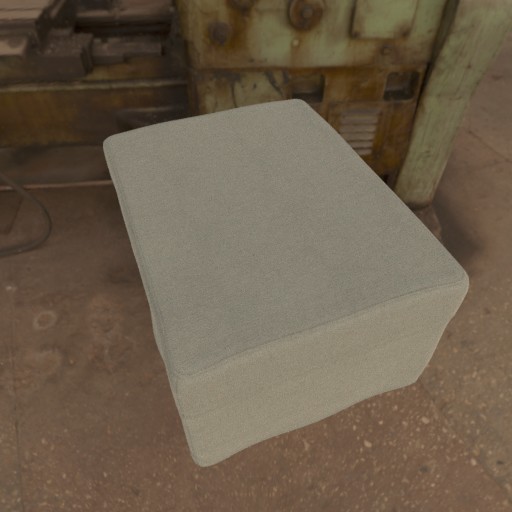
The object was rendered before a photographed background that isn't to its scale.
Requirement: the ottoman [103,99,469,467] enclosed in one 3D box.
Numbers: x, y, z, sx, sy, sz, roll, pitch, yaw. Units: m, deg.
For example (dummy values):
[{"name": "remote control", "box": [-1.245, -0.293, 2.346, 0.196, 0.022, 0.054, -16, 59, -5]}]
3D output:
[{"name": "ottoman", "box": [0.000, 0.000, 1.235, 0.648, 0.461, 0.833, -16, 49, -15]}]
